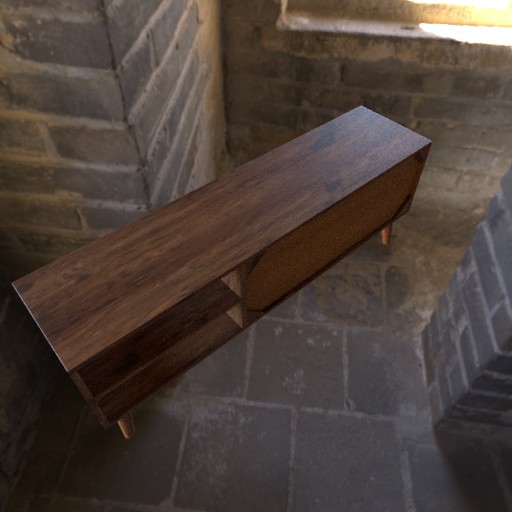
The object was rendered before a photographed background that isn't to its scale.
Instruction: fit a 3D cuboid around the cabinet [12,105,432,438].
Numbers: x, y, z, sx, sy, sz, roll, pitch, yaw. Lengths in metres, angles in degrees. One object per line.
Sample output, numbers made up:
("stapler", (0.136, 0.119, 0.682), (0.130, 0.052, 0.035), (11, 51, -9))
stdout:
("cabinet", (0.000, 0.000, 1.625), (1.448, 0.528, 0.349), (-32, 55, -26))
